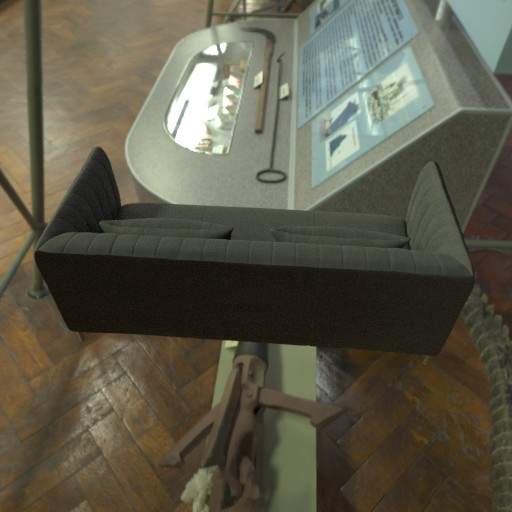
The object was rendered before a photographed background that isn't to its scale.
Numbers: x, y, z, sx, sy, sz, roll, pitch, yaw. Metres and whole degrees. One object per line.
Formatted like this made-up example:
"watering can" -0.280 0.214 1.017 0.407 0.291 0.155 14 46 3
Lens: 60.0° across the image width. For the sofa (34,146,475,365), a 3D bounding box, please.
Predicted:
"sofa" 0.000 0.000 2.428 1.980 0.780 0.876 3 46 3
